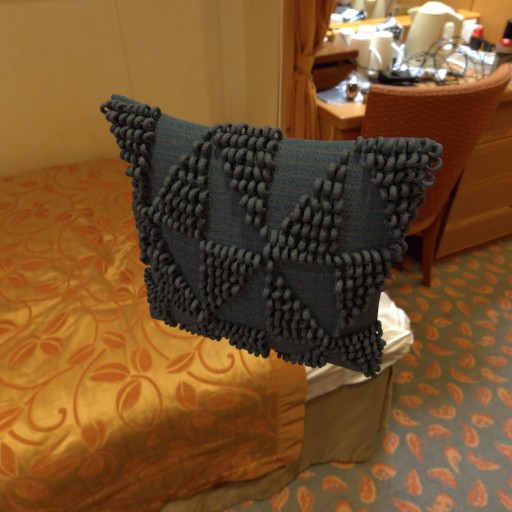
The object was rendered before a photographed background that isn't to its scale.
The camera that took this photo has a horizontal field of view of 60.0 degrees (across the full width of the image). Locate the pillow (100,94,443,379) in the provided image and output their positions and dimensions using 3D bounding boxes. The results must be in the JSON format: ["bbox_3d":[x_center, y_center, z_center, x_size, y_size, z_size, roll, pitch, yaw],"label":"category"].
[{"bbox_3d":[0.000,0.000,0.716,0.469,0.466,0.172,12,41,14],"label":"pillow"}]
